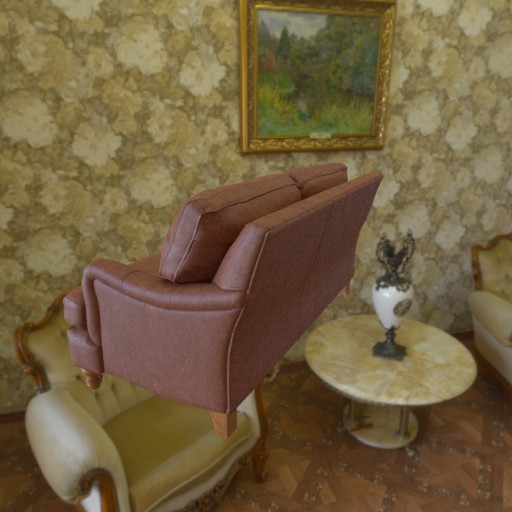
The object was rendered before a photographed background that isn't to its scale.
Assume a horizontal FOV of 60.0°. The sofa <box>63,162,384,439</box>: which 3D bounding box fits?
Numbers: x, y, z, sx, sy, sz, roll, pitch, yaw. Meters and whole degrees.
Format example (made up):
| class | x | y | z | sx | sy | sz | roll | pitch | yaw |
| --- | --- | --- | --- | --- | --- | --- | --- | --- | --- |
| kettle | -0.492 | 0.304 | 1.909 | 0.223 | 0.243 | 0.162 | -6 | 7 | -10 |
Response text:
| class | x | y | z | sx | sy | sz | roll | pitch | yaw |
| --- | --- | --- | --- | --- | --- | --- | --- | --- | --- |
| sofa | 0.000 | 0.000 | 2.844 | 1.147 | 1.071 | 2.144 | 8 | 19 | 26 |
